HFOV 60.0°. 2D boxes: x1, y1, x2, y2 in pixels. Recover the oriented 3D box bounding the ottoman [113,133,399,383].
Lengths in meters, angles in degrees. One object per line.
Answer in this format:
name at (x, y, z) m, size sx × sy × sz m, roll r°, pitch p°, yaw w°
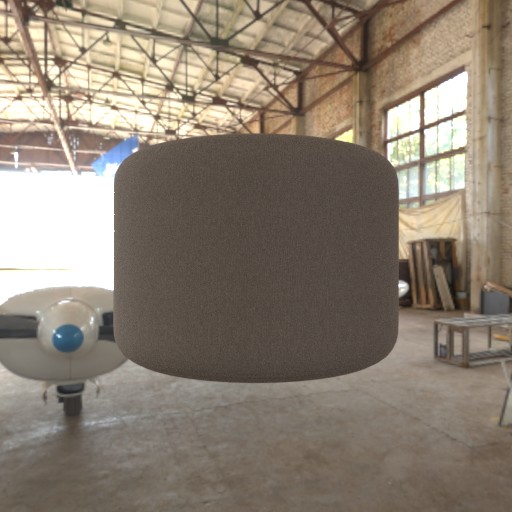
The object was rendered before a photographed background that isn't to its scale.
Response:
ottoman at (0.000, 0.000, 0.991) m, size 0.608 × 0.433 × 0.608 m, roll 0°, pitch 0°, yaw 0°
